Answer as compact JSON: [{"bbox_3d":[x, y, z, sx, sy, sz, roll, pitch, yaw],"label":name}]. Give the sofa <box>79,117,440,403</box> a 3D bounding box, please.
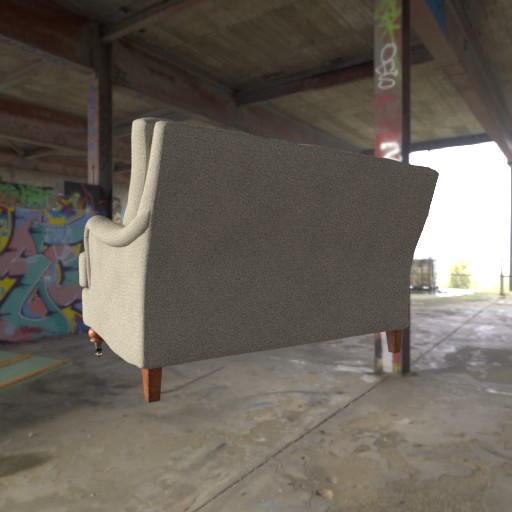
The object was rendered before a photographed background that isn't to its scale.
[{"bbox_3d":[0.000,0.000,2.173,1.480,0.999,1.087,0,1,-34],"label":"sofa"}]
